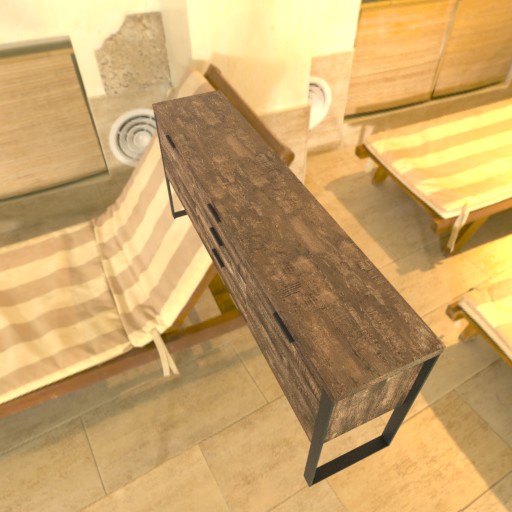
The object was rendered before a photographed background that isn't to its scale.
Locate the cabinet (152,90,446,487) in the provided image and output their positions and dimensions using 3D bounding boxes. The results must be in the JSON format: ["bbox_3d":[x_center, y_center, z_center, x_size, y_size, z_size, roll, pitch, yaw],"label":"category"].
[{"bbox_3d":[0.000,0.000,2.080,0.395,0.762,1.800,-18,49,-17],"label":"cabinet"}]
